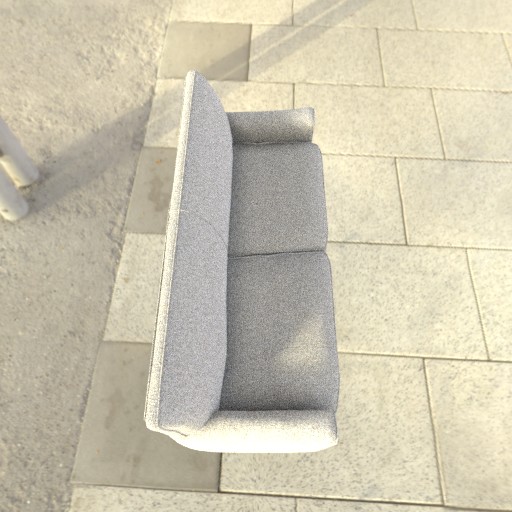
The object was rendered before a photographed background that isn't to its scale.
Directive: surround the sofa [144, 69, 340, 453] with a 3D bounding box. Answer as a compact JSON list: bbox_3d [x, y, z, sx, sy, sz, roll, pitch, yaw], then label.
[{"bbox_3d":[0.000,0.000,2.541,0.854,0.942,2.026,0,62,0],"label":"sofa"}]
